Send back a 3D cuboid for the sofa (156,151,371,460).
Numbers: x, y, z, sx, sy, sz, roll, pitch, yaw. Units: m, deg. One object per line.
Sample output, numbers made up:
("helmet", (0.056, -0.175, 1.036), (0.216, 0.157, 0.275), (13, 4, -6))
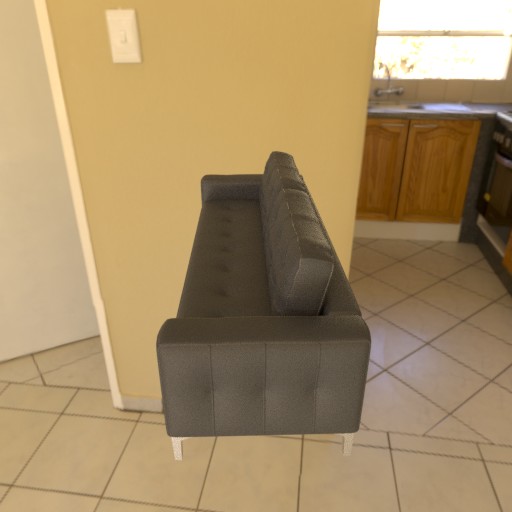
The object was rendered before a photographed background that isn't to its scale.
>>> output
("sofa", (0.000, 0.000, 2.731), (0.833, 0.893, 2.275), (-1, 26, -2))
